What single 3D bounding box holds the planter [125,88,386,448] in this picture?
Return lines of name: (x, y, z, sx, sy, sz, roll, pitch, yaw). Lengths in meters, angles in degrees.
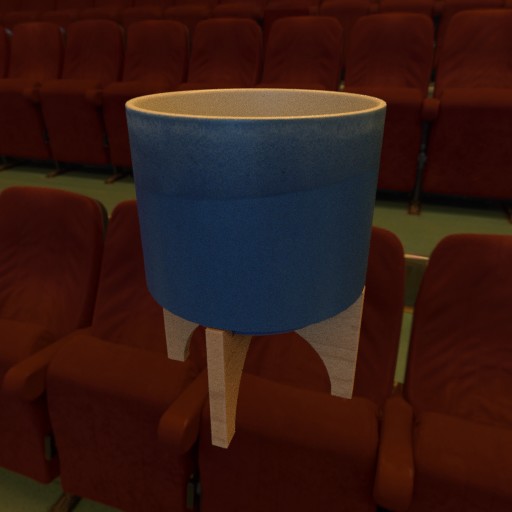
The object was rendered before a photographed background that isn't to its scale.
planter: (0.000, 0.000, 0.393, 0.192, 0.263, 0.192, 0, 25, 0)
